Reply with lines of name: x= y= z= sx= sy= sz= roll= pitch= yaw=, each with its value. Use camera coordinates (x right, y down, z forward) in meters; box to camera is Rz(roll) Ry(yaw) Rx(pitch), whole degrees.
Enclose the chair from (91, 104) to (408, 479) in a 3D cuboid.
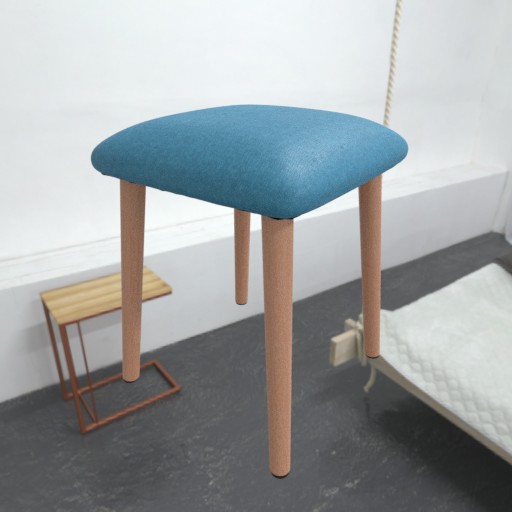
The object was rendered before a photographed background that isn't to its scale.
chair: x=0.000 y=0.000 z=0.719 sx=0.360 sy=0.450 sz=0.360 roll=18 pitch=31 yaw=32
